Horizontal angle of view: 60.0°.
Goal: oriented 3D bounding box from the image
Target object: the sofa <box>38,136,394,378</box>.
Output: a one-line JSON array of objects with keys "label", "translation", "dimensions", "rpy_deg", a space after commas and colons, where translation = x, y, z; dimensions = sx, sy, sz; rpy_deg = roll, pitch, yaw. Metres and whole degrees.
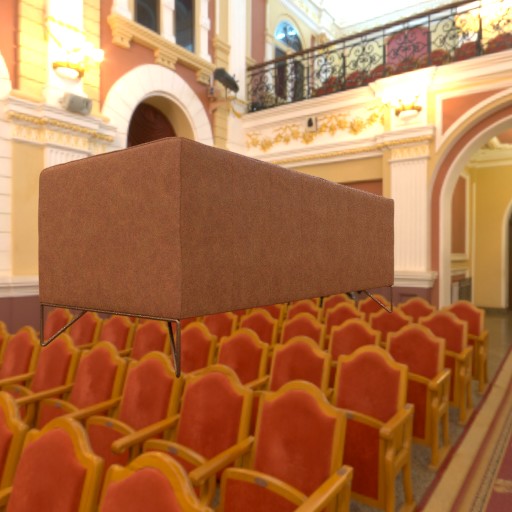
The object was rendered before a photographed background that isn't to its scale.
[{"label": "sofa", "translation": [0.000, 0.000, 2.524], "dimensions": [0.912, 0.798, 2.079], "rpy_deg": [0, 0, 36]}]
